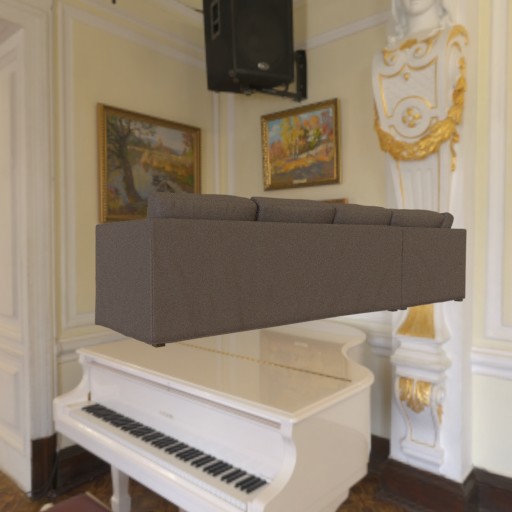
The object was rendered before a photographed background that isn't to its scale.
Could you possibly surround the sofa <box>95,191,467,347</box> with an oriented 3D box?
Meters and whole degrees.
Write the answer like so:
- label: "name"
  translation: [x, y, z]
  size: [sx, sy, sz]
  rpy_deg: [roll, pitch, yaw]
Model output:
- label: "sofa"
  translation: [0.000, 0.000, 4.195]
  size: [3.182, 0.871, 2.432]
  rpy_deg: [-1, 2, -37]
